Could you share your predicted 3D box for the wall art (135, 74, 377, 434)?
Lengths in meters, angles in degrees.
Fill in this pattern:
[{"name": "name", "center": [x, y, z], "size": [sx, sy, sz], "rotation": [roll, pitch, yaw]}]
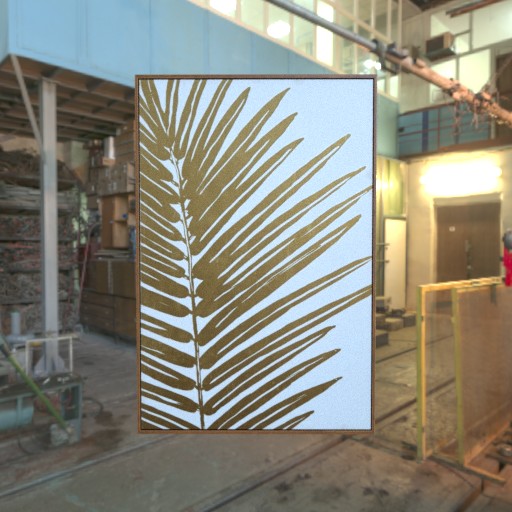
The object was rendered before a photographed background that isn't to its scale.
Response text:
[{"name": "wall art", "center": [0.000, 0.000, 1.144], "size": [0.610, 0.914, 0.037], "rotation": [0, 1, 0]}]
